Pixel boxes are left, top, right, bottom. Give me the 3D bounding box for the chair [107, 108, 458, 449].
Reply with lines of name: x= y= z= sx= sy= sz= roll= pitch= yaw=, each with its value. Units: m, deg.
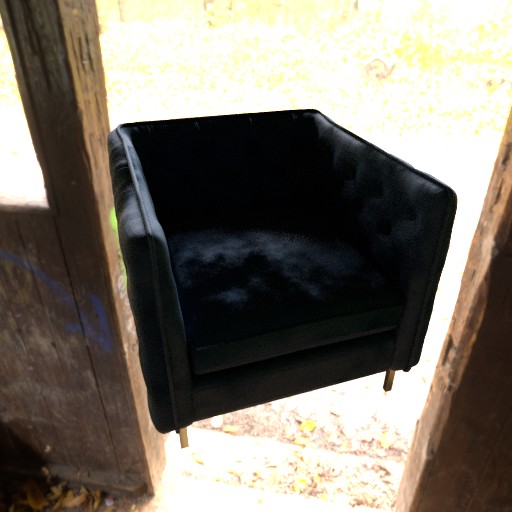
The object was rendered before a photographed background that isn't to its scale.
chair: x=0.000 y=0.000 z=1.528 sx=0.868 sy=0.771 sz=0.877 roll=-10 pitch=32 yaw=-15
